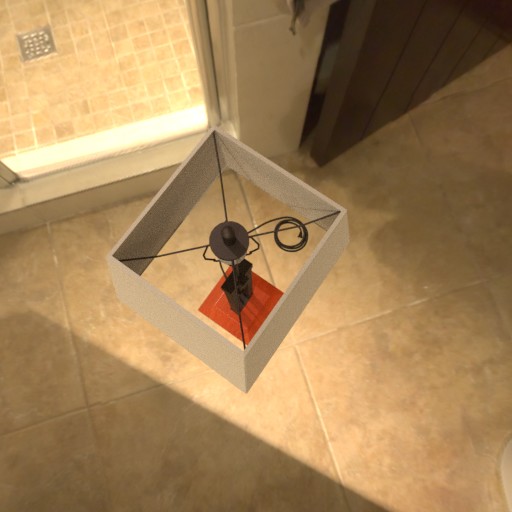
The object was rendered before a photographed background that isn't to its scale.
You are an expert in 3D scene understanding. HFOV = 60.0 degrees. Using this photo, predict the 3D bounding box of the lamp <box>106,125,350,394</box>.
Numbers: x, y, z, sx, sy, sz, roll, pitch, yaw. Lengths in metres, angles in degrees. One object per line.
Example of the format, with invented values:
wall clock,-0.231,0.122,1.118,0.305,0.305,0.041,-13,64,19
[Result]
lamp,0.000,0.000,0.999,0.310,0.737,0.498,35,78,8
